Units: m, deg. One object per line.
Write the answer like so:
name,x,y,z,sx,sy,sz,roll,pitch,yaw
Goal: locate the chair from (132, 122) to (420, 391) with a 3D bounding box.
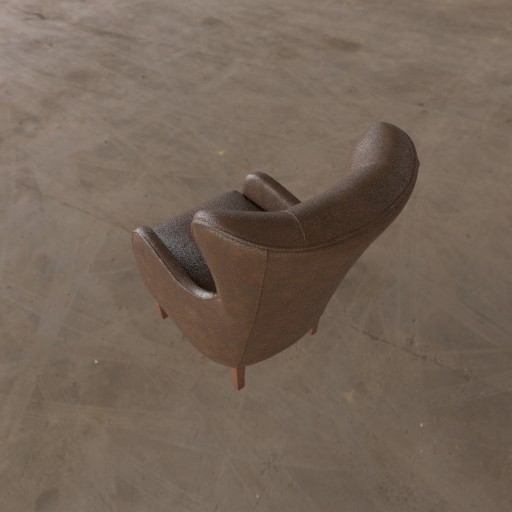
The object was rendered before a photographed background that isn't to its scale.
chair,0.000,0.000,1.644,0.692,1.048,0.914,-31,53,-27
